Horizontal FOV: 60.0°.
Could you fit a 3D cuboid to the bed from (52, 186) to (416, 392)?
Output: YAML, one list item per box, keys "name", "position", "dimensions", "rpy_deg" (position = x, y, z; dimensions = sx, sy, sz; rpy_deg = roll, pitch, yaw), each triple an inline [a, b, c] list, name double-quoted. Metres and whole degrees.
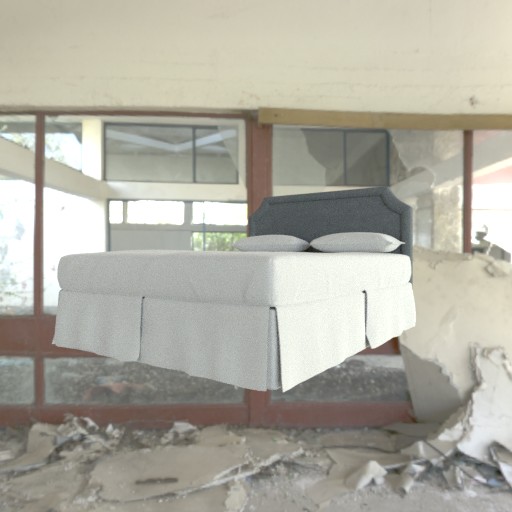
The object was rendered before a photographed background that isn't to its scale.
- name: "bed"
  position: [0.000, 0.000, 3.616]
  dimensions: [1.977, 1.306, 2.464]
  rpy_deg: [0, 0, 35]
